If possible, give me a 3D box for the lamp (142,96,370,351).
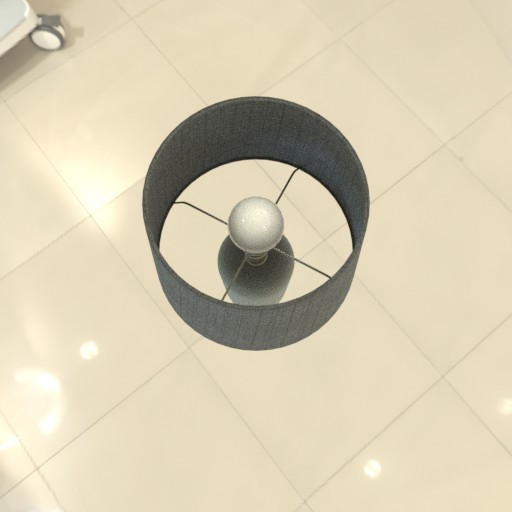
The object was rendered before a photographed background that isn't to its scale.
[{"bbox_3d":[0.000,0.000,0.594,0.251,0.429,0.251,0,76,0],"label":"lamp"}]
